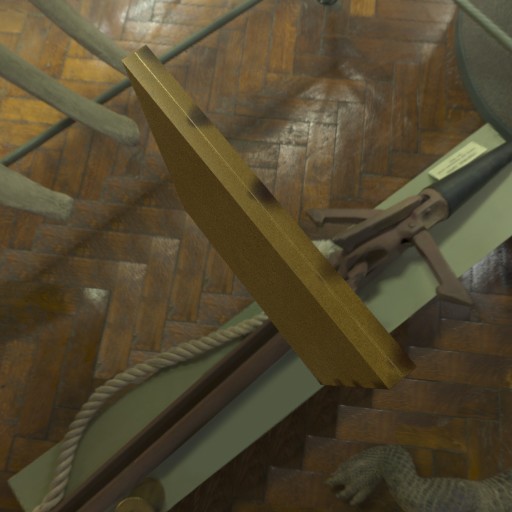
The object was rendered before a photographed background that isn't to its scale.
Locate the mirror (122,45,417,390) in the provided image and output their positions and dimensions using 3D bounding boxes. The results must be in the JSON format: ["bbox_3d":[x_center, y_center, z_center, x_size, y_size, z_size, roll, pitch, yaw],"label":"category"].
[{"bbox_3d":[0.000,0.000,0.757,0.042,0.507,0.509,-37,77,-9],"label":"mirror"}]
